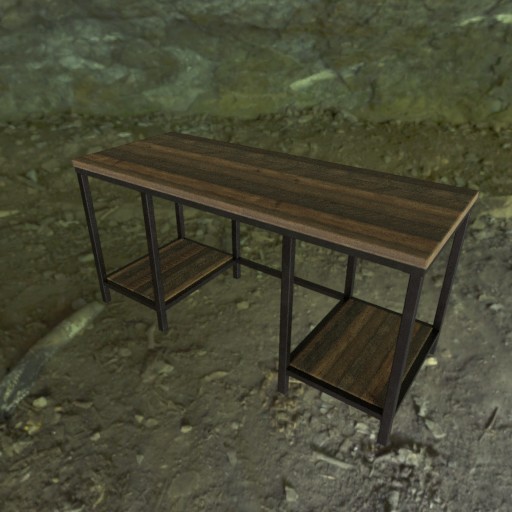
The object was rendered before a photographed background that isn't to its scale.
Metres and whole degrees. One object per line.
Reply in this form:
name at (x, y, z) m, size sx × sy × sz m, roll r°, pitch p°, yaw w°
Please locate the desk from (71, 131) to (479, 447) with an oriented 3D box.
desk at (0.000, 0.000, 1.952) m, size 1.538 × 0.753 × 0.617 m, roll 19°, pitch 34°, yaw 30°
